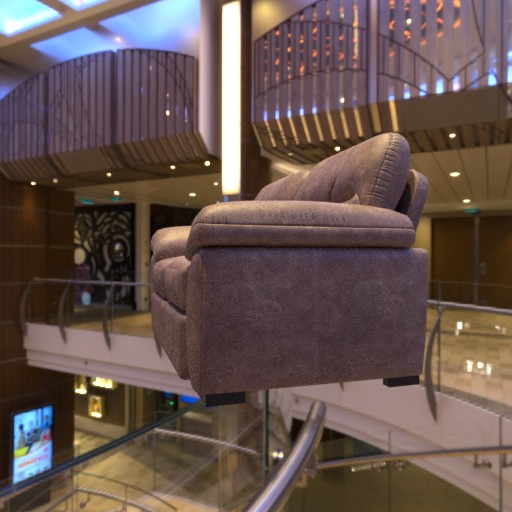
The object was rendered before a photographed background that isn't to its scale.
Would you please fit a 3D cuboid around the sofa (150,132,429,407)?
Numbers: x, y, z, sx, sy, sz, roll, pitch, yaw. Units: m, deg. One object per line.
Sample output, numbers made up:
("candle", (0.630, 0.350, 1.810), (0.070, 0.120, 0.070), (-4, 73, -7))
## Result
("sofa", (0.000, 0.000, 2.344), (0.991, 0.991, 1.753), (0, 0, -18))
